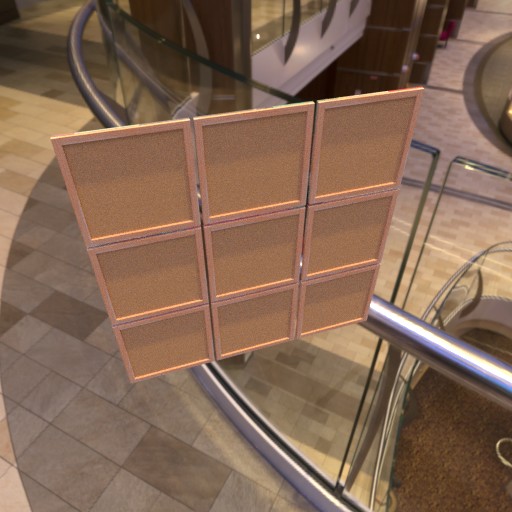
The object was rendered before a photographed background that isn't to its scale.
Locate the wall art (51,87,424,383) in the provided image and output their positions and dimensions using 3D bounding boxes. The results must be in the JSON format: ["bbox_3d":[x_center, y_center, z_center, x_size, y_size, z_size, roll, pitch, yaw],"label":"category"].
[{"bbox_3d":[0.000,0.000,1.340,0.911,0.910,0.012,-12,43,-14],"label":"wall art"}]
